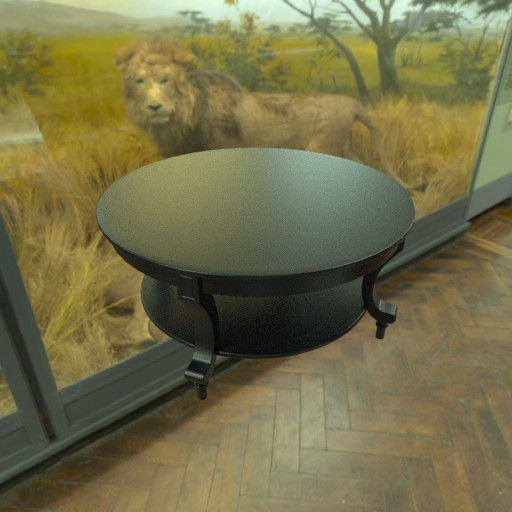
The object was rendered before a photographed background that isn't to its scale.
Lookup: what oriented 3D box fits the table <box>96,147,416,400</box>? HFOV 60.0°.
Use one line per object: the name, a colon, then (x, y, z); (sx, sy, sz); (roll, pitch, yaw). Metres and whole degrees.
table: (0.000, 0.000, 1.609); (1.029, 0.491, 1.029); (0, 30, 0)
